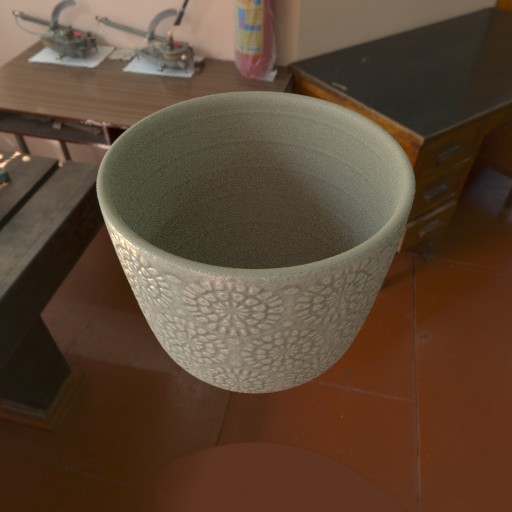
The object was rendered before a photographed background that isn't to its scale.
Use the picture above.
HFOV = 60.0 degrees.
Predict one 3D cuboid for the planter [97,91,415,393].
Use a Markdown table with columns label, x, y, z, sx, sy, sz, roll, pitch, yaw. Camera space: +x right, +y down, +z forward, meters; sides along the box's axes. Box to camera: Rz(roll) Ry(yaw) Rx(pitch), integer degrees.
| label | x | y | z | sx | sy | sz | roll | pitch | yaw |
| --- | --- | --- | --- | --- | --- | --- | --- | --- | --- |
| planter | 0.000 | 0.000 | 0.215 | 0.124 | 0.109 | 0.124 | 0 | 46 | 0 |
